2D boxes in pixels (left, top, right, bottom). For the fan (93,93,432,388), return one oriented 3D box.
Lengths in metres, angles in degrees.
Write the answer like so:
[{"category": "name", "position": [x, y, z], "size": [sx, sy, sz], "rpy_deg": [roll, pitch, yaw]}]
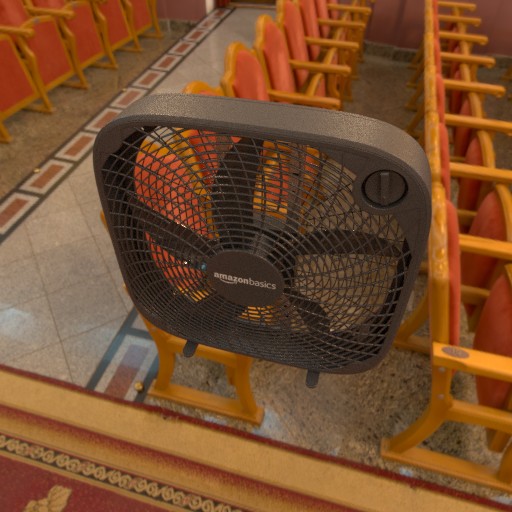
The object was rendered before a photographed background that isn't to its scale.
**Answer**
[{"category": "fan", "position": [0.000, 0.000, 0.786], "size": [0.526, 0.533, 0.142], "rpy_deg": [11, 44, 12]}]
